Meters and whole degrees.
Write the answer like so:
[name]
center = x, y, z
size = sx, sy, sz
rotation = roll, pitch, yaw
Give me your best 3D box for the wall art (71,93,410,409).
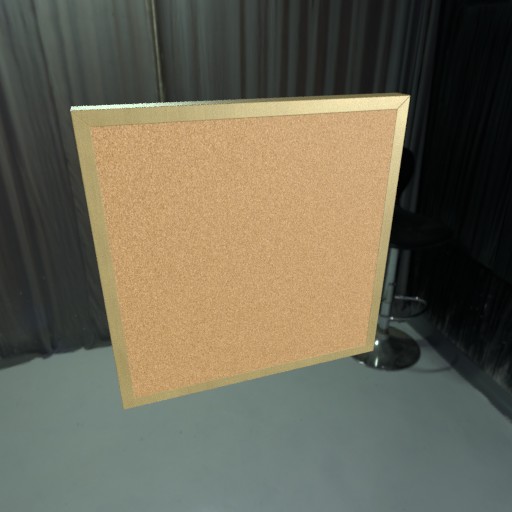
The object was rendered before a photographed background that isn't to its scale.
[wall art]
center = 0.000, 0.000, 0.761
size = 0.508, 0.508, 0.038
rotation = -9, 28, -17
